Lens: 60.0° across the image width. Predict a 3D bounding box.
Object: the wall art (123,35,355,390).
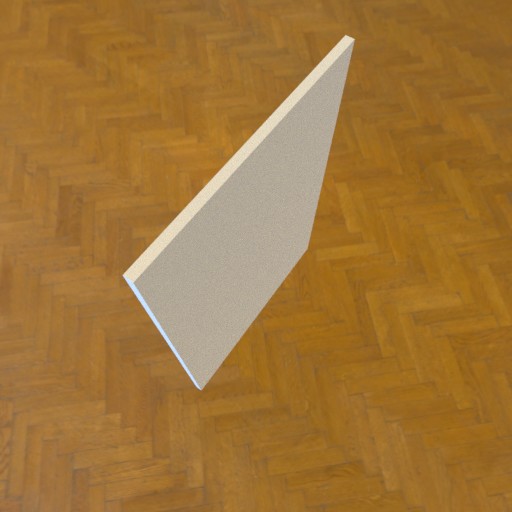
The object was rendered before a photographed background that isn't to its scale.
[{"bbox_3d":[0.000,0.000,0.690,0.013,0.533,0.381,33,68,15],"label":"wall art"}]
